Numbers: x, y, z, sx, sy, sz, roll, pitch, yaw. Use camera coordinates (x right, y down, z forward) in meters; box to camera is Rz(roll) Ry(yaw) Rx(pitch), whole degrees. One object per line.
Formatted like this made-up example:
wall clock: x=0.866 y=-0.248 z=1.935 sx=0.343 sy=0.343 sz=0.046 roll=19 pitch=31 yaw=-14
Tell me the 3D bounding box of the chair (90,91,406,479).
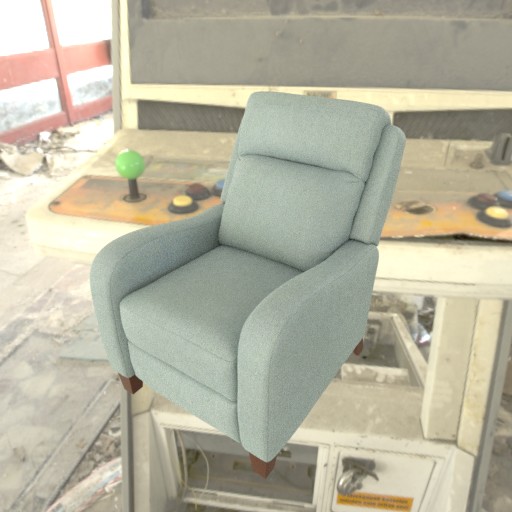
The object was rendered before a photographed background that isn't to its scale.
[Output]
chair: x=0.000 y=0.000 z=1.702 sx=0.785 sy=1.067 sz=0.988 roll=19 pitch=35 yaw=30
